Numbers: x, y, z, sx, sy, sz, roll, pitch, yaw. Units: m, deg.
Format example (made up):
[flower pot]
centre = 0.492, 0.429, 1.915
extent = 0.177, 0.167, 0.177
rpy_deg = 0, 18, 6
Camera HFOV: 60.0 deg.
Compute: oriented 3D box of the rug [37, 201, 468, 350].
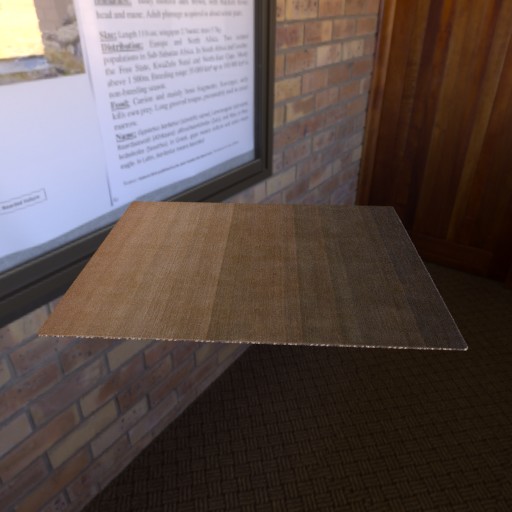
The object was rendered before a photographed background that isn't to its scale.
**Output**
[rug]
centre = 0.000, 0.000, 3.945
extent = 2.902, 0.017, 2.305
rpy_deg = 1, 30, 2
